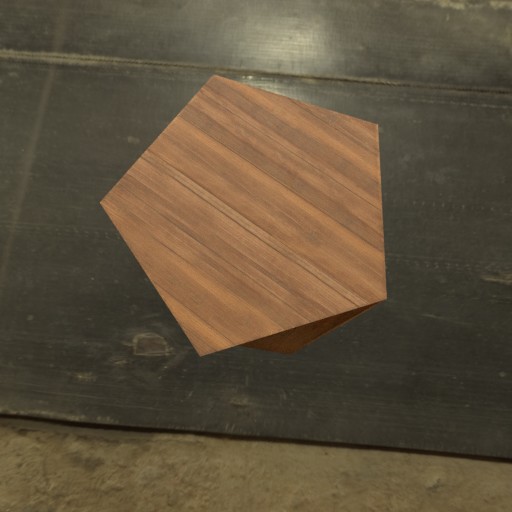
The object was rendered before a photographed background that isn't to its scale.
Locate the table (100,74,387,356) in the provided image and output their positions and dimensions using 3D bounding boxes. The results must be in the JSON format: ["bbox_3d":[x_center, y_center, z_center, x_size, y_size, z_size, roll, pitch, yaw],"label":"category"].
[{"bbox_3d":[0.000,0.000,0.919,0.441,0.604,0.425,-32,79,-7],"label":"table"}]
